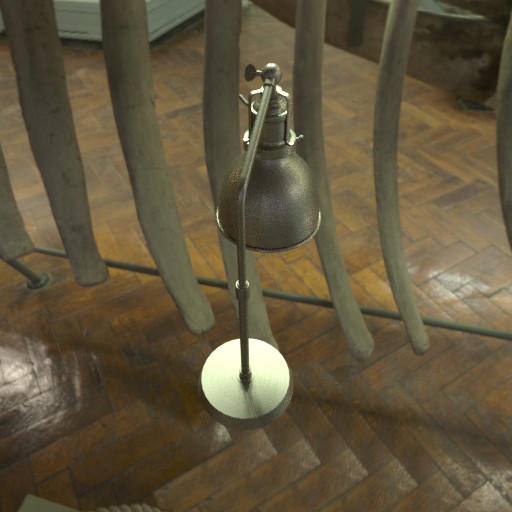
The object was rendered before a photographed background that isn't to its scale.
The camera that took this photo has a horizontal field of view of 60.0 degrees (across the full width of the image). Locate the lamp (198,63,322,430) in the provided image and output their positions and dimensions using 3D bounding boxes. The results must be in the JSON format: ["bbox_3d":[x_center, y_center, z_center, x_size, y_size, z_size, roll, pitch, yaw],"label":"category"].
[{"bbox_3d":[0.000,0.000,0.592,0.153,0.456,0.286,10,47,10],"label":"lamp"}]
